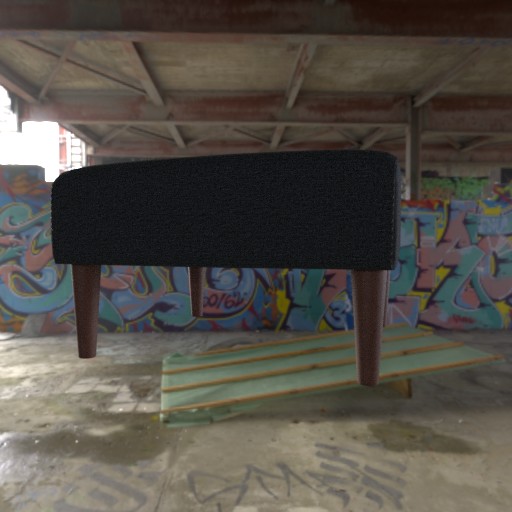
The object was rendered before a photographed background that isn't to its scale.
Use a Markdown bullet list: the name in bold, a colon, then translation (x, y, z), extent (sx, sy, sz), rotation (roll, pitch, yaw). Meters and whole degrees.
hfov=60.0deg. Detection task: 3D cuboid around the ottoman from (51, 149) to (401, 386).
- **ottoman**: translation (0.000, 0.000, 1.054), extent (0.650, 0.398, 0.649), rotation (1, 2, 18)
